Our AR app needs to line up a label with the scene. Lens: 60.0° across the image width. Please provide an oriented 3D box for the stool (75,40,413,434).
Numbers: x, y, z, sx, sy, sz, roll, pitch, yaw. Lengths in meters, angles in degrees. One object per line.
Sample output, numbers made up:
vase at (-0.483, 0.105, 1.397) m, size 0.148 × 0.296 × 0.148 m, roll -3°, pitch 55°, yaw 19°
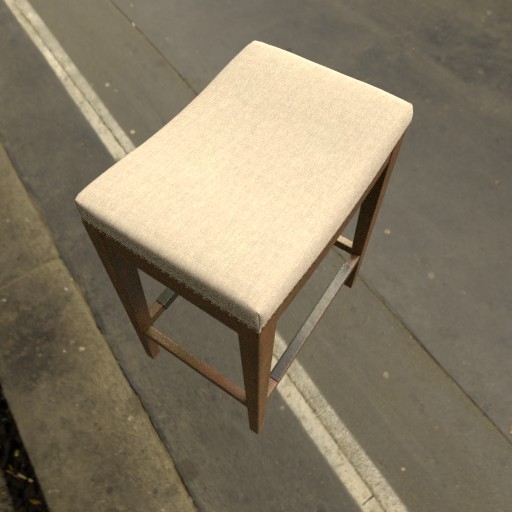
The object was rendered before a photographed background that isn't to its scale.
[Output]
stool at (0.000, 0.000, 0.959) m, size 0.356 × 0.660 × 0.508 m, roll 30°, pitch 63°, yaw 17°
